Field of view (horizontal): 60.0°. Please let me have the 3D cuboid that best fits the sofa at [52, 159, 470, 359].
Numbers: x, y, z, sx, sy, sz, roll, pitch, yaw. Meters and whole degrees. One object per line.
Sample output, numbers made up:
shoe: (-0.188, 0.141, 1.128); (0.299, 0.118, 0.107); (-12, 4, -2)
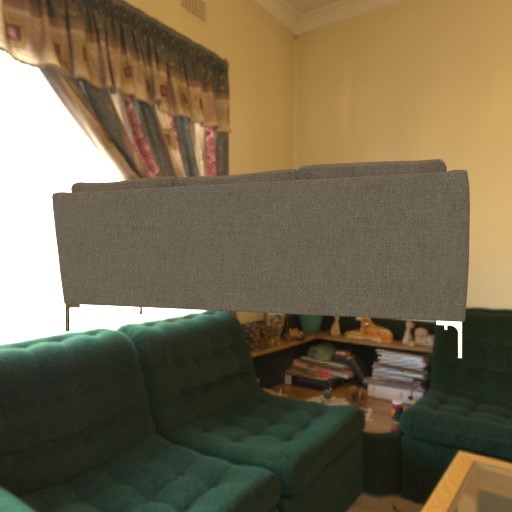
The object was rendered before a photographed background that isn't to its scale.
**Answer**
sofa: (0.000, 0.000, 2.444); (2.060, 0.837, 0.849); (0, 0, 19)
